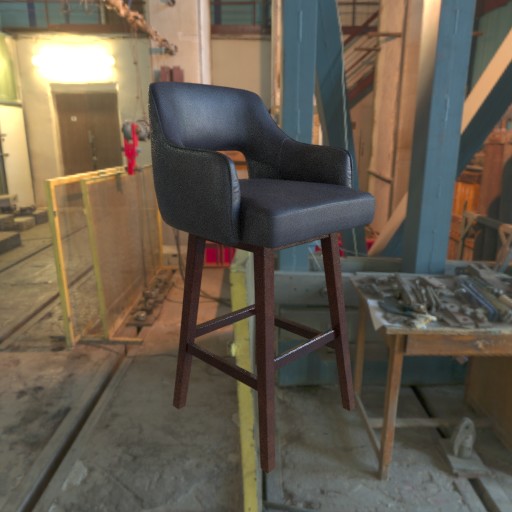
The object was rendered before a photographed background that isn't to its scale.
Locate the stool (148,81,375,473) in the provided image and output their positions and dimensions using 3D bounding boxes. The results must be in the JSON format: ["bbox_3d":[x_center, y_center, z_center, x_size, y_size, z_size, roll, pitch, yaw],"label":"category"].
[{"bbox_3d":[0.000,0.000,1.375,0.560,1.041,0.550,15,21,43],"label":"stool"}]
